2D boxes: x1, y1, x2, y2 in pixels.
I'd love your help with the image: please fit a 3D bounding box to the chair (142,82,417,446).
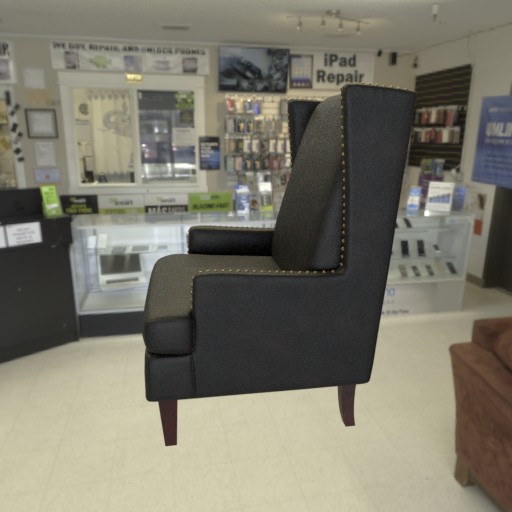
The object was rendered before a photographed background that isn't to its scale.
[{"bbox_3d":[0.000,0.000,1.628,0.799,1.142,0.703,-3,16,-9],"label":"chair"}]
